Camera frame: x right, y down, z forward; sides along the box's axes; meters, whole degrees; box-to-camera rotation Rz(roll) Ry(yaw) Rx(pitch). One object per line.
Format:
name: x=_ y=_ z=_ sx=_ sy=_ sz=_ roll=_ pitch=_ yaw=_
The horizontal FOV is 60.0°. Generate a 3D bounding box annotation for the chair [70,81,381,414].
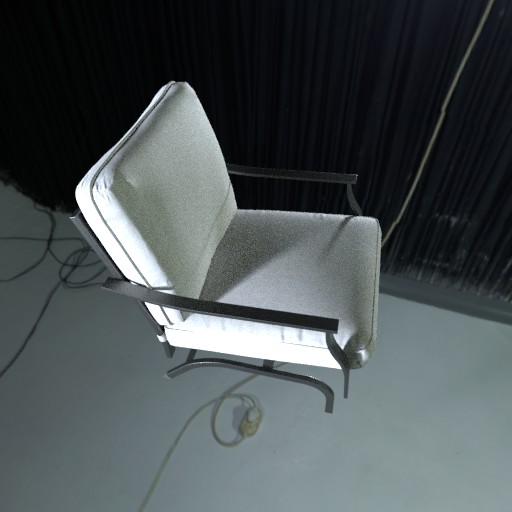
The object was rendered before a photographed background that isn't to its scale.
chair: x=0.000 y=0.000 z=1.414 sx=0.787 sy=0.860 sz=0.650 roll=9 pitch=47 yaw=9
